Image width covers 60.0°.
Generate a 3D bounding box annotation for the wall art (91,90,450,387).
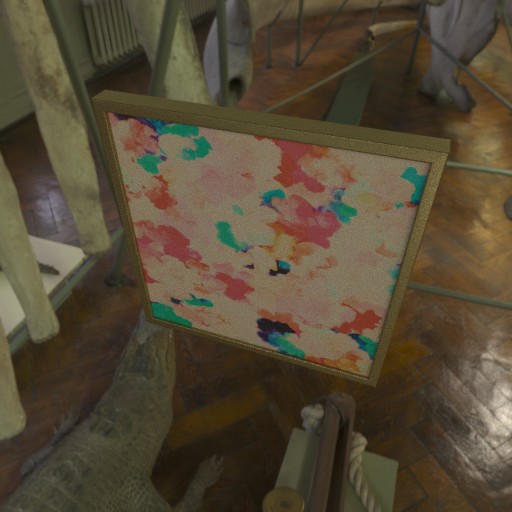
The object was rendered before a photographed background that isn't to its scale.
[{"bbox_3d":[0.000,0.000,0.780,0.510,0.509,0.037,13,43,14],"label":"wall art"}]
